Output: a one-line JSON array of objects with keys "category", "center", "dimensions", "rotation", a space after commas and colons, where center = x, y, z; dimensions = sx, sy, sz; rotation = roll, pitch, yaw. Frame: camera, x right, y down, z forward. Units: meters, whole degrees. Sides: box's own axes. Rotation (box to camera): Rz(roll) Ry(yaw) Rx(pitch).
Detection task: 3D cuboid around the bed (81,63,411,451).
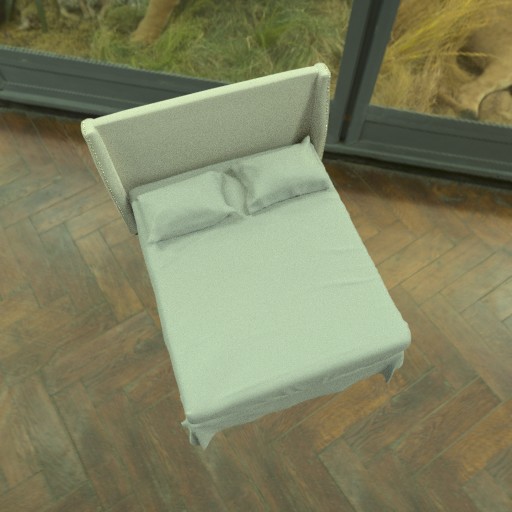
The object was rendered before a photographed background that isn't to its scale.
[{"category": "bed", "center": [0.000, 0.000, 3.409], "dimensions": [1.925, 1.332, 2.276], "rotation": [-17, 64, -8]}]
